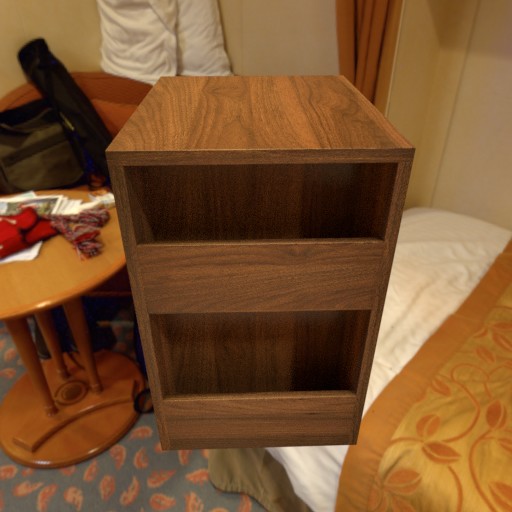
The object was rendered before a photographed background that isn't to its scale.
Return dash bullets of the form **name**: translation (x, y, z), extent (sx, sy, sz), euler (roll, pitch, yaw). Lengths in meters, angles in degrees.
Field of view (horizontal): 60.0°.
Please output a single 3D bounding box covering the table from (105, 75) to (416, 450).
- **table**: translation (0.000, 0.000, 1.550), extent (0.660, 1.041, 0.786), euler (-1, 33, -2)
